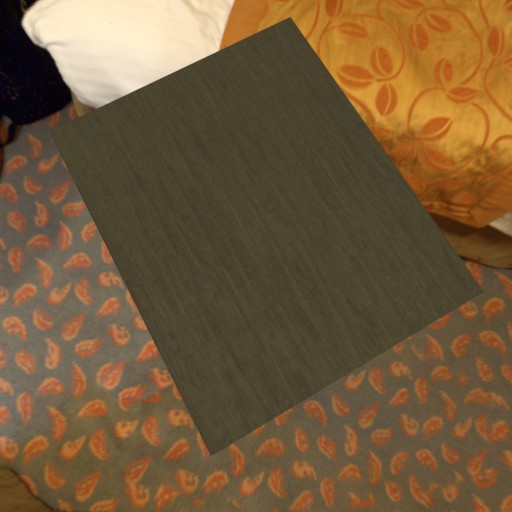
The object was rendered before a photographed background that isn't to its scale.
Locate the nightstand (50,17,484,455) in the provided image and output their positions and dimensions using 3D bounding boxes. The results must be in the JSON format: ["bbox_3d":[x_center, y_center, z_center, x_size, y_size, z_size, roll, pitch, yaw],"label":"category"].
[{"bbox_3d":[0.000,0.000,0.738,0.347,0.448,0.427,-29,77,-7],"label":"nightstand"}]
